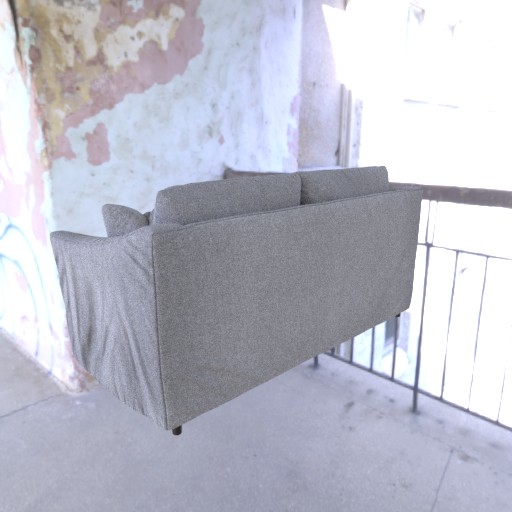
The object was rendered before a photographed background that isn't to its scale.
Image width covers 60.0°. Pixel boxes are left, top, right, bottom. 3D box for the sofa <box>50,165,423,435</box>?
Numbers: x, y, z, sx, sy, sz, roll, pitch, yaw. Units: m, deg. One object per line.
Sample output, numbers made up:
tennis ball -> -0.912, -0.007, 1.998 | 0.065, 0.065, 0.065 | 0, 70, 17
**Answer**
sofa -> 0.000, 0.000, 2.634 | 2.010, 1.018, 1.072 | -14, 20, -42
